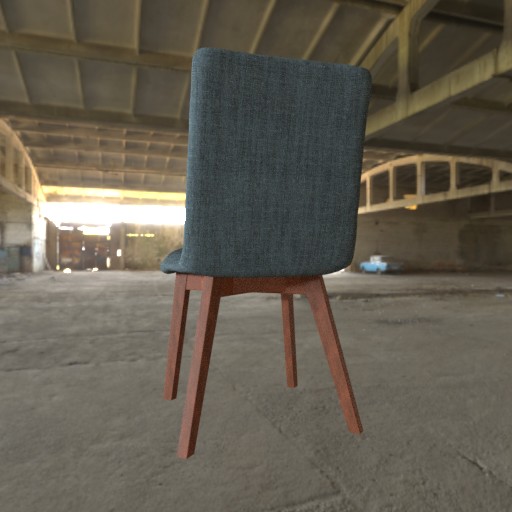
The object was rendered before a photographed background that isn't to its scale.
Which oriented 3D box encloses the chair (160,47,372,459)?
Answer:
[{"bbox_3d":[0.000,0.000,1.320,0.522,0.974,0.563,0,0,-18],"label":"chair"}]
